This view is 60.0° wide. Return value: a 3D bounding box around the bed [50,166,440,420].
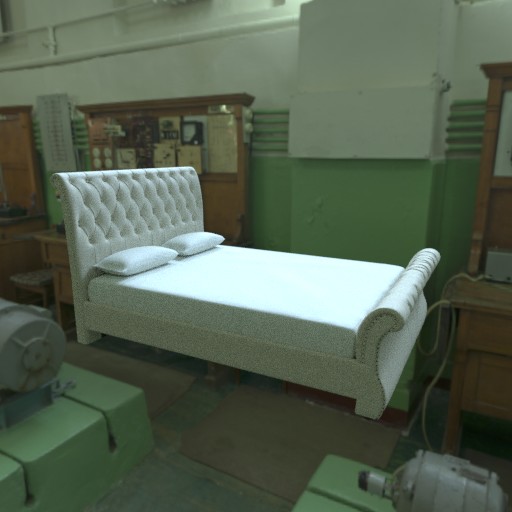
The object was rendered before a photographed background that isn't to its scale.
[{"bbox_3d":[0.000,0.000,3.413,2.493,1.268,1.606,7,15,27],"label":"bed"}]
